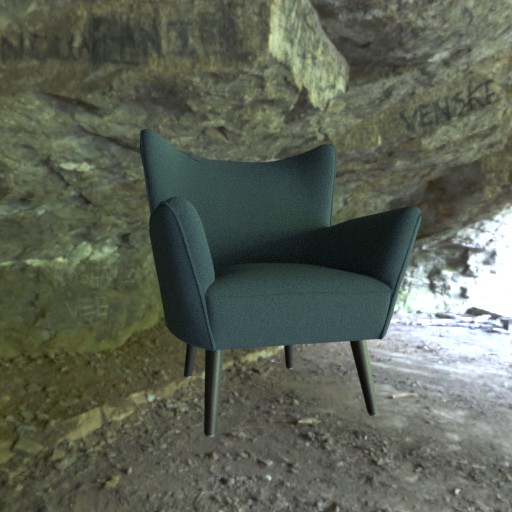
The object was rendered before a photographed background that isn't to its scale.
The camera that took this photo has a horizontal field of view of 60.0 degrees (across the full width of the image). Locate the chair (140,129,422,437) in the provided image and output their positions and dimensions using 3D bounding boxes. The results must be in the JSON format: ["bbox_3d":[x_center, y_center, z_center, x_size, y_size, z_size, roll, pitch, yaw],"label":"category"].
[{"bbox_3d":[0.000,0.000,1.571,0.781,0.933,0.888,0,0,-18],"label":"chair"}]
